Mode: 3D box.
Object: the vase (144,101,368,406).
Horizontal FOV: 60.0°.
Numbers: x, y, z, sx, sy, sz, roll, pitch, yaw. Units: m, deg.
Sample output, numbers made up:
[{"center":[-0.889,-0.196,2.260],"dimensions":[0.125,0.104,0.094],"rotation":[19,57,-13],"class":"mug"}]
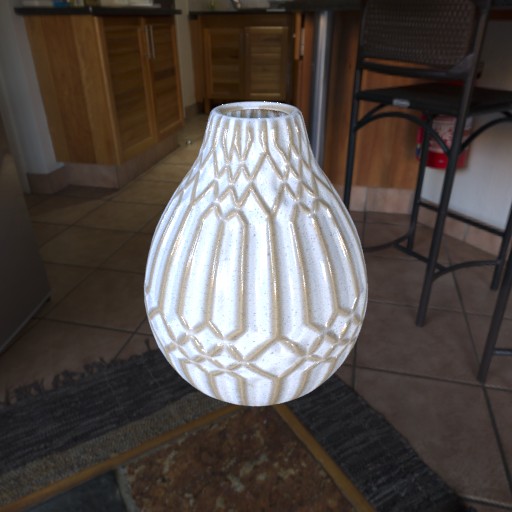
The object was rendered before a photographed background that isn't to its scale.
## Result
[{"center":[0.000,0.000,0.312],"dimensions":[0.159,0.200,0.159],"rotation":[0,29,0],"class":"vase"}]
